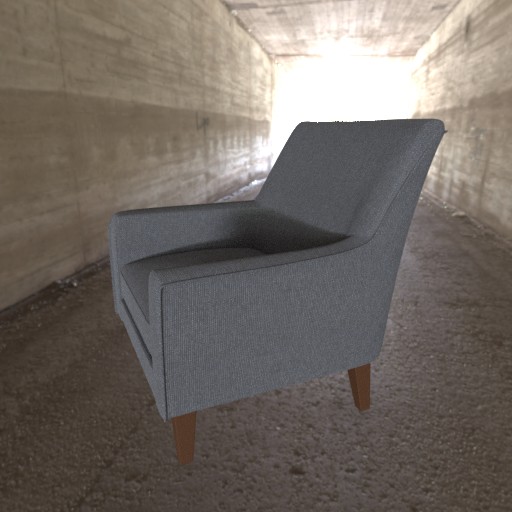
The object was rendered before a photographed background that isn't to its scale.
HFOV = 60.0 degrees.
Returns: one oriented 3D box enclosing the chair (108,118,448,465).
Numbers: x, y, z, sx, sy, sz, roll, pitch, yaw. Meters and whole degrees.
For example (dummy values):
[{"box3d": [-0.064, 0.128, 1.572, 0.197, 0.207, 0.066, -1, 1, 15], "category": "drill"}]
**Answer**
[{"box3d": [0.000, 0.000, 1.557, 0.899, 0.919, 0.780, -8, 18, -24], "category": "chair"}]
